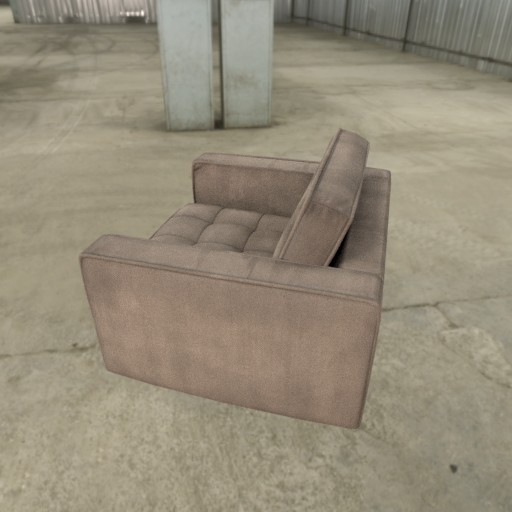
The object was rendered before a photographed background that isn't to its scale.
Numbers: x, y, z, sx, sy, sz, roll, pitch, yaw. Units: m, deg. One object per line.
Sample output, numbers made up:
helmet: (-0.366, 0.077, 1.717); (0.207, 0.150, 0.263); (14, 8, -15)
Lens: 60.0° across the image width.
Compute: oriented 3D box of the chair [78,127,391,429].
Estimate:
chair: (0.000, 0.000, 1.535); (0.843, 0.773, 0.928); (8, 32, 14)
